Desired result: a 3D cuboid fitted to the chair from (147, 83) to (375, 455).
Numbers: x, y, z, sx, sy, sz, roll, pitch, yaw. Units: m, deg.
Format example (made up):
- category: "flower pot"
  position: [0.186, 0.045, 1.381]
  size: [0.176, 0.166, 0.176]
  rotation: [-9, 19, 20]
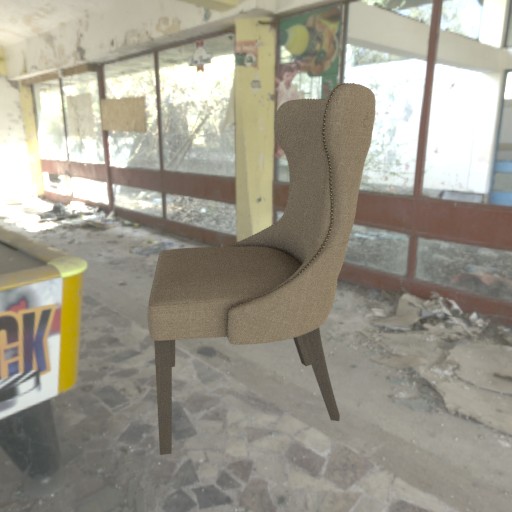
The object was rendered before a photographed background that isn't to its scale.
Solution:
- category: "chair"
  position: [0.000, 0.000, 1.380]
  size: [0.635, 0.967, 0.628]
  rotation: [-2, 15, -9]
